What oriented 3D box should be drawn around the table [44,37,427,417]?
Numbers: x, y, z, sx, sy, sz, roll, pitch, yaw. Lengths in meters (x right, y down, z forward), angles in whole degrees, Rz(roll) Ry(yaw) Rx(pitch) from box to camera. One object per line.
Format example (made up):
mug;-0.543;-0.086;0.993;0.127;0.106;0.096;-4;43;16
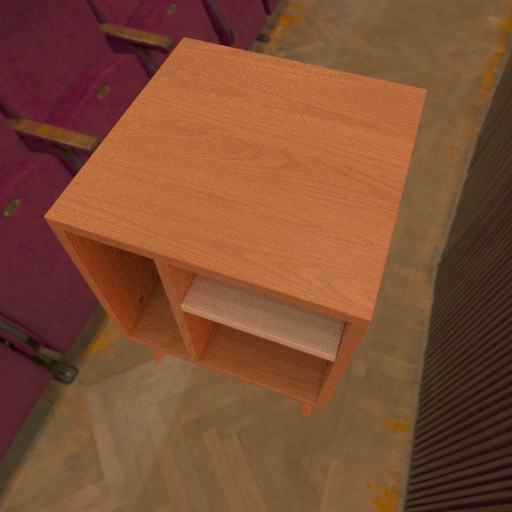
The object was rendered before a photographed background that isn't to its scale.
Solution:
table;0.000;0.000;0.830;0.400;0.550;0.400;17;59;11
